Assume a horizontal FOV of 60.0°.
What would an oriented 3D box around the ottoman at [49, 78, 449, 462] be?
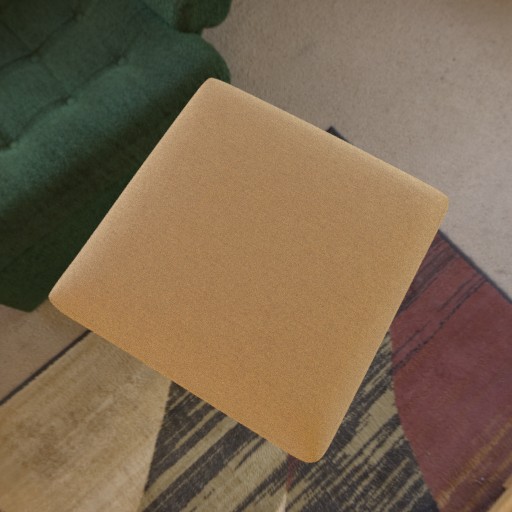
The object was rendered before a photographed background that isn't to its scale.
[{"bbox_3d":[0.000,0.000,1.625,1.041,0.470,1.041,29,76,8],"label":"ottoman"}]
